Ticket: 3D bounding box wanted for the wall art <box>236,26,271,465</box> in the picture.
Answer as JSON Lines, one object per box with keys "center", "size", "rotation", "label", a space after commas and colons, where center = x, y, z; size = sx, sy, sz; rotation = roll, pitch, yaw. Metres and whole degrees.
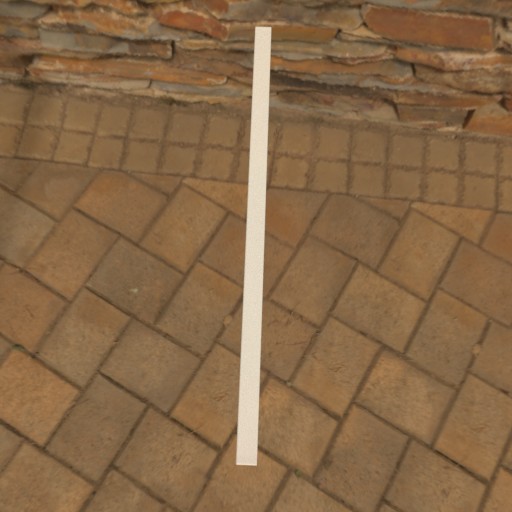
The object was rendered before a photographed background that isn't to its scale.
{"center": [0.000, 0.000, 1.180], "size": [0.037, 0.609, 0.916], "rotation": [2, 75, 1], "label": "wall art"}
